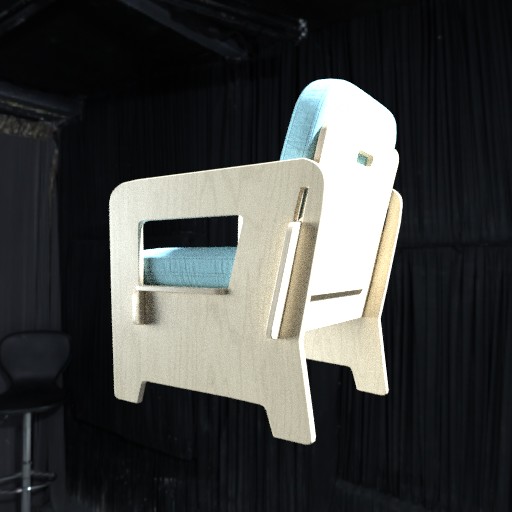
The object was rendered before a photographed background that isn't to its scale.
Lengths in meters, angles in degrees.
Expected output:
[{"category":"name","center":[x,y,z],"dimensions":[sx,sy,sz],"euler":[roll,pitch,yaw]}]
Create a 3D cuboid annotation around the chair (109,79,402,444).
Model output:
[{"category":"chair","center":[0.000,0.000,1.288],"dimensions":[0.710,0.800,0.590],"euler":[0,0,37]}]
